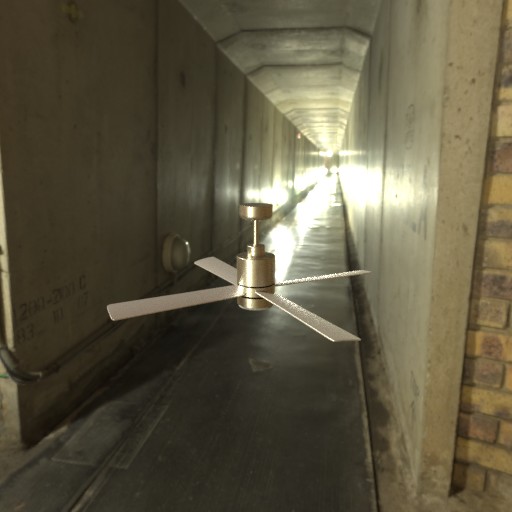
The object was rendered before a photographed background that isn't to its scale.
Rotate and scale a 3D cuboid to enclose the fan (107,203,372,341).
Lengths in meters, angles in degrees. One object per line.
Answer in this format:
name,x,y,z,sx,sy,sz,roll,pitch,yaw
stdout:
fan,0.000,0.000,2.332,1.525,0.539,1.525,-7,15,-27
